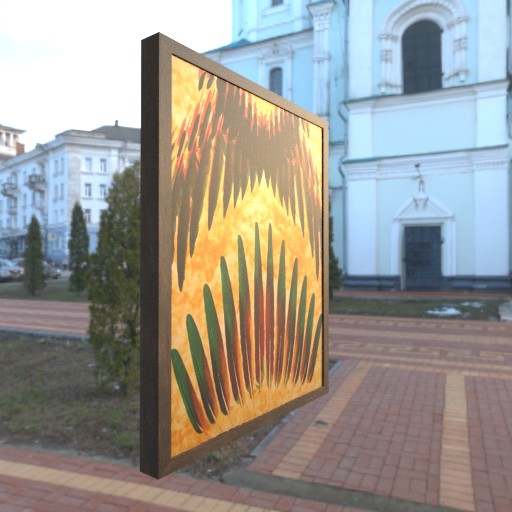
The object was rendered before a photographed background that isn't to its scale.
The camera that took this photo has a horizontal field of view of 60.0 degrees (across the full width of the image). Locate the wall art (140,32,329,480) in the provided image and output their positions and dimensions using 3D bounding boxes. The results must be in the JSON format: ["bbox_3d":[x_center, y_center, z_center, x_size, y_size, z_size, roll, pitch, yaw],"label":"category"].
[{"bbox_3d":[0.000,0.000,0.541,0.027,0.406,0.329,0,-1,37],"label":"wall art"}]
